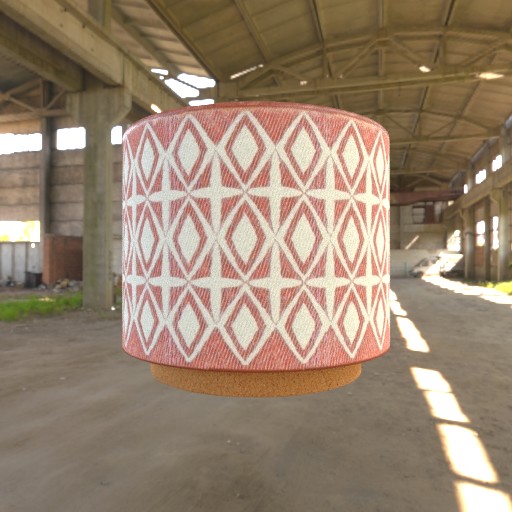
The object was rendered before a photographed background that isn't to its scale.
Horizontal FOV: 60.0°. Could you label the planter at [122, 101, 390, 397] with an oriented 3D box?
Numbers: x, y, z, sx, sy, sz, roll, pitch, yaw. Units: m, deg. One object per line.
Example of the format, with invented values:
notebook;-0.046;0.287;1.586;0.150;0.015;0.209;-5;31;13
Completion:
planter;0.000;0.000;0.474;0.273;0.237;0.273;0;0;0
